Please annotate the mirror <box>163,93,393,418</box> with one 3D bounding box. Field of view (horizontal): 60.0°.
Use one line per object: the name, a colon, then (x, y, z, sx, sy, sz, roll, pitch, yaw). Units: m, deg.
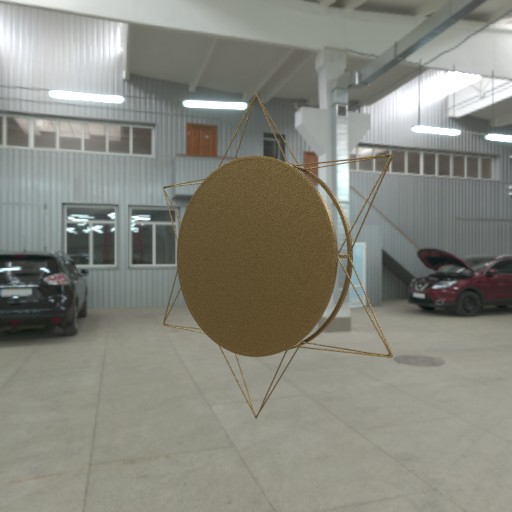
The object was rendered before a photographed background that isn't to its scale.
mirror: (0.000, 0.000, 0.792, 0.498, 0.581, 0.062, 0, 0, 37)
